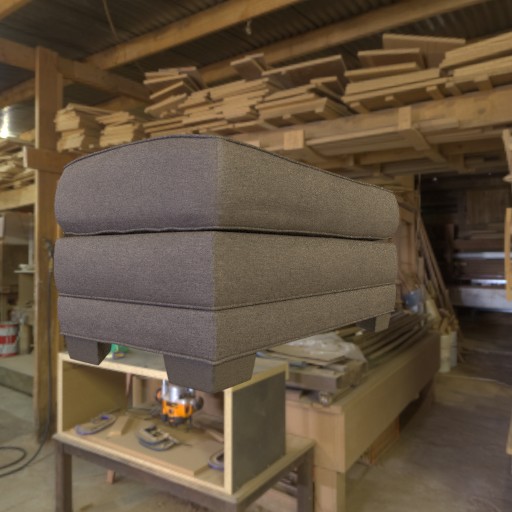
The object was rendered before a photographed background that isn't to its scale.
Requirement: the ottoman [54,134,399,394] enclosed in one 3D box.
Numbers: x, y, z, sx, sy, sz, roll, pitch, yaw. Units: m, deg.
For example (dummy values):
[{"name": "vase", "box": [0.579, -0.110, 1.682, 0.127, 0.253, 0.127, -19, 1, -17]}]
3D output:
[{"name": "ottoman", "box": [0.000, 0.000, 1.158, 0.490, 0.448, 0.864, 0, 0, 36]}]
